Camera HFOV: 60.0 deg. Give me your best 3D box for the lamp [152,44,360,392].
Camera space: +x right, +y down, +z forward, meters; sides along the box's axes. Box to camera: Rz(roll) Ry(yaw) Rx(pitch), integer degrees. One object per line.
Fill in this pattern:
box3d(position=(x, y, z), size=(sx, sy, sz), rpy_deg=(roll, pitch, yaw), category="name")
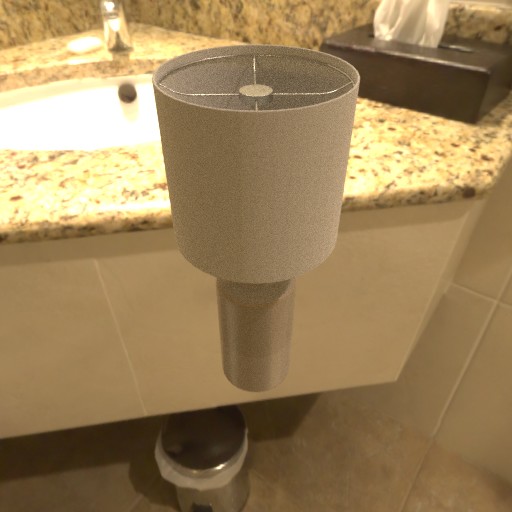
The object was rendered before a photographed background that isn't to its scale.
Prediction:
box3d(position=(0.000, 0.000, 0.614), size=(0.212, 0.493, 0.212), rpy_deg=(-1, 40, -1), category="lamp")
